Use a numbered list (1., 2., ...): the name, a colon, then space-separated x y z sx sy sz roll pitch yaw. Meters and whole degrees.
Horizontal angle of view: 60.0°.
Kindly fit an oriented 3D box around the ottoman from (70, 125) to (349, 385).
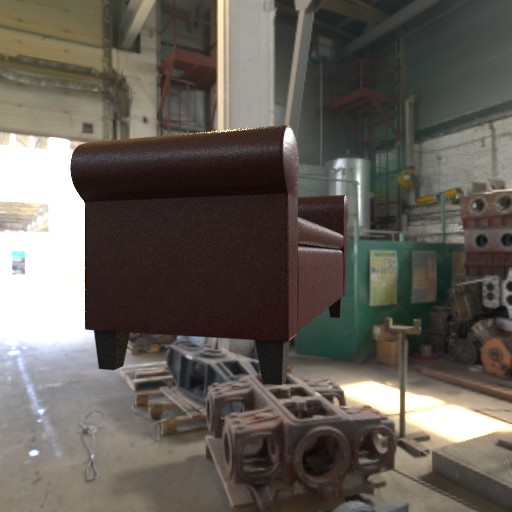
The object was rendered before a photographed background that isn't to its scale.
1. ottoman: 0.000 0.000 1.534 0.521 0.547 1.256 0 0 17
